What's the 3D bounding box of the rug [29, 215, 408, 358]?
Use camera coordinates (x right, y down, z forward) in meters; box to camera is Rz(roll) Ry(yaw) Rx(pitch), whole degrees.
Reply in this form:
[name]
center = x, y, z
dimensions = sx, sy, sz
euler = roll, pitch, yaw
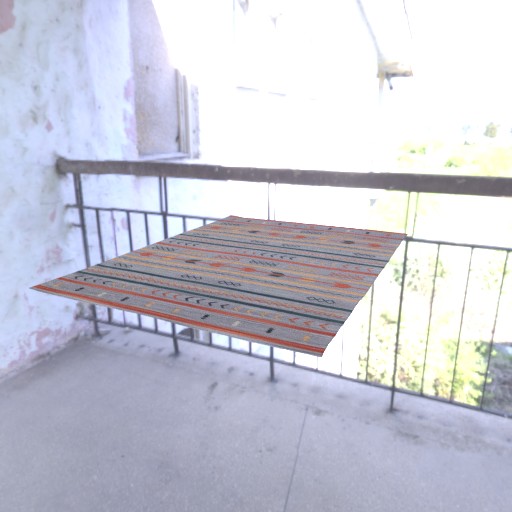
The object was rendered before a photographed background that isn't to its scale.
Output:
[rug]
center = 0.000, 0.000, 4.085
dimensions = 2.263, 0.022, 3.029
euler = 8, 19, 25
